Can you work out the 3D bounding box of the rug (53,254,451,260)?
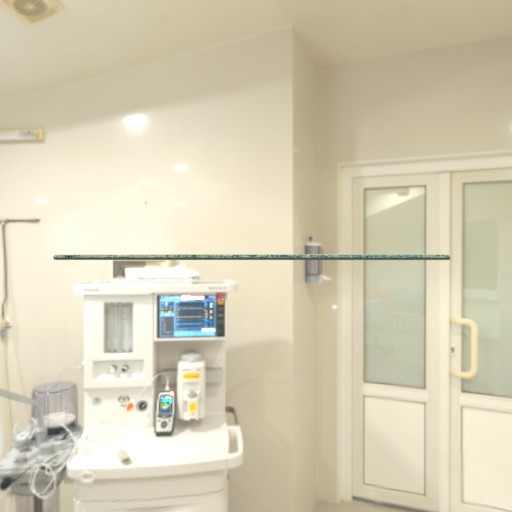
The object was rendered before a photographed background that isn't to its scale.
[{"bbox_3d":[0.000,0.000,2.267,1.219,0.016,1.829,0,0,1],"label":"rug"}]
